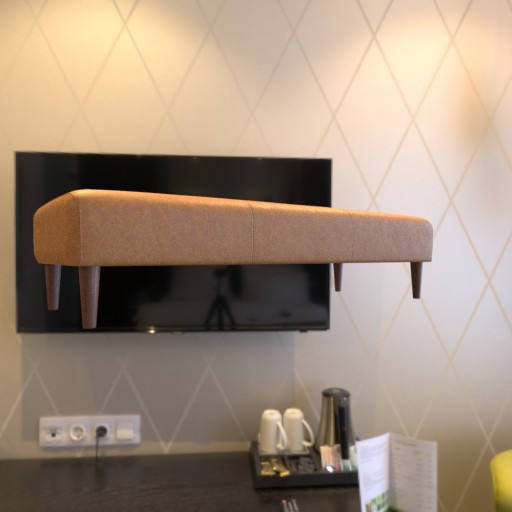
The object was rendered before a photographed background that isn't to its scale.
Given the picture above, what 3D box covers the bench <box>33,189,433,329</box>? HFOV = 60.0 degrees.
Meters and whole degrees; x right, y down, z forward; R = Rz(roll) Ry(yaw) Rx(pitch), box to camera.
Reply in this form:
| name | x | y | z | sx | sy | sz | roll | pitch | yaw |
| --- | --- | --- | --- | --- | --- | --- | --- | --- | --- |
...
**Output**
| name | x | y | z | sx | sy | sz | roll | pitch | yaw |
| --- | --- | --- | --- | --- | --- | --- | --- | --- | --- |
| bench | 0.000 | 0.000 | 1.862 | 1.610 | 0.399 | 0.653 | 0 | 0 | -35 |
